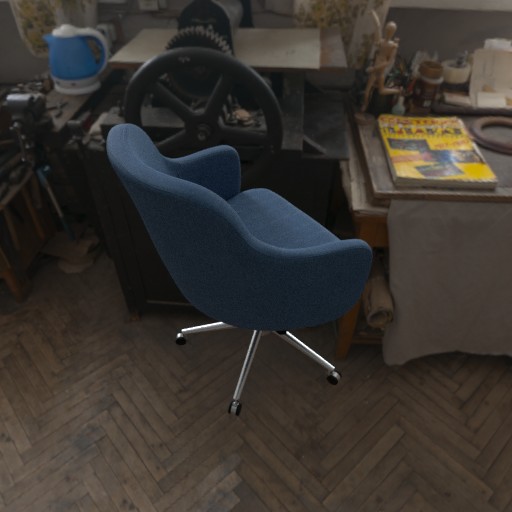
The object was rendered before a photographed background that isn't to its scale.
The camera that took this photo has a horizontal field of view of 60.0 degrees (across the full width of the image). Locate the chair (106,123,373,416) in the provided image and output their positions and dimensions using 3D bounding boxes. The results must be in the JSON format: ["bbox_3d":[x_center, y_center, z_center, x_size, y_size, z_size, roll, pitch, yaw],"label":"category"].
[{"bbox_3d":[0.000,0.000,1.257,0.655,0.820,0.599,-26,48,-26],"label":"chair"}]
